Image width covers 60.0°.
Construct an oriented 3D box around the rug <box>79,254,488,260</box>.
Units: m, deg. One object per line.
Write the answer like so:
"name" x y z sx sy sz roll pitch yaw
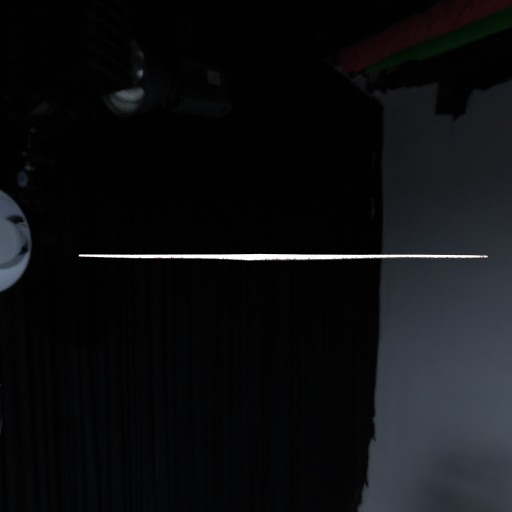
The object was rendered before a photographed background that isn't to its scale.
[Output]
"rug" 0.000 0.000 4.225 2.436 0.024 3.226 0 0 -36
